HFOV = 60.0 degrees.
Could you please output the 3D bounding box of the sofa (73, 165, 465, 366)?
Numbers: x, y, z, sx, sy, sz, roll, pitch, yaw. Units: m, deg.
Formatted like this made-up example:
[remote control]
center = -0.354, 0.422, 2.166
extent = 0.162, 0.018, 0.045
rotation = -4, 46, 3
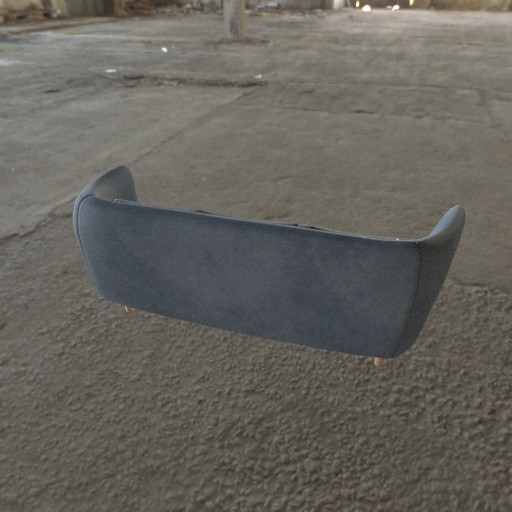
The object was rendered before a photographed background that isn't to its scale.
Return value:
[sofa]
center = 0.000, 0.000, 2.465
extent = 2.095, 0.795, 0.849
rotation = 9, 33, 15
